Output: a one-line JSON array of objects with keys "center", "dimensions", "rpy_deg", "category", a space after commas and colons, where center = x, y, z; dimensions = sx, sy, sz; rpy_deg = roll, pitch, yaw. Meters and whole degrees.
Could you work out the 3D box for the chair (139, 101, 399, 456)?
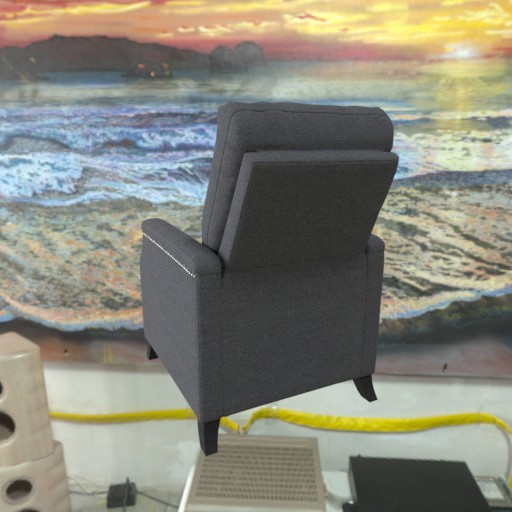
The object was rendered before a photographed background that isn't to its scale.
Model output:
[{"center": [0.000, 0.000, 1.676], "dimensions": [0.710, 1.049, 0.922], "rpy_deg": [-7, 16, -26], "category": "chair"}]
